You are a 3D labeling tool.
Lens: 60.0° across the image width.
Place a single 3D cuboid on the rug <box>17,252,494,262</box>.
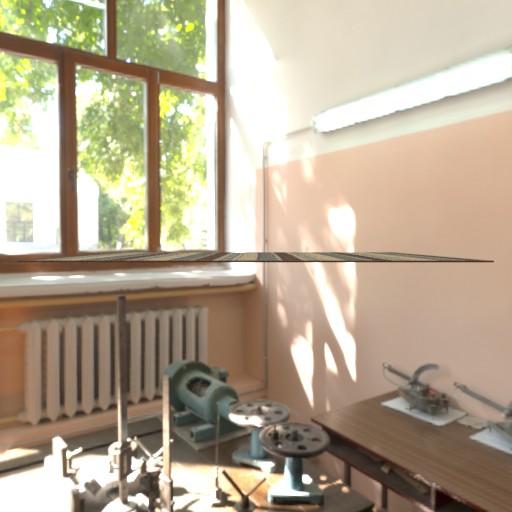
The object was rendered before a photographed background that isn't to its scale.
[{"bbox_3d":[0.000,0.000,2.302,1.829,0.008,1.219,0,2,0],"label":"rug"}]
